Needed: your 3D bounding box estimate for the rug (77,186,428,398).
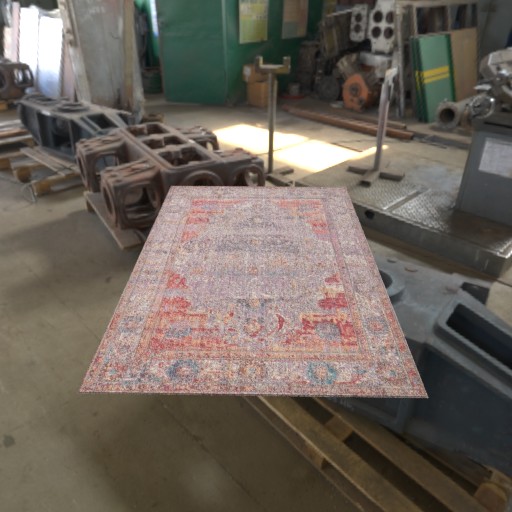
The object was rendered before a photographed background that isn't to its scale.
[{"bbox_3d":[0.000,0.000,2.313,1.219,0.005,1.829,0,32,1],"label":"rug"}]
